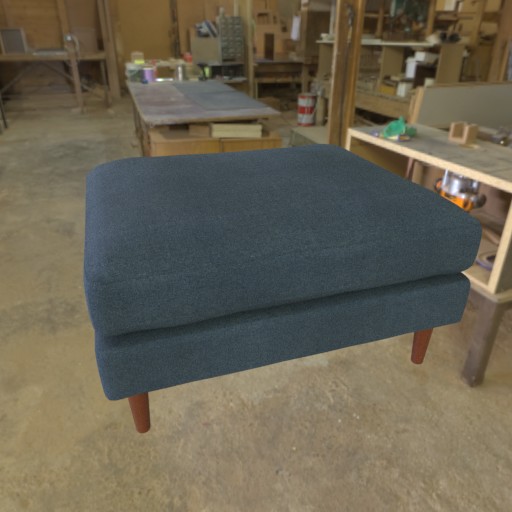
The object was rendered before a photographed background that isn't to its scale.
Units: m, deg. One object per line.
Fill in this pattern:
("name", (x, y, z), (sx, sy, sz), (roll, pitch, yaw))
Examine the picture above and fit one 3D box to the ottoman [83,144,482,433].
("ottoman", (0.000, 0.000, 1.191), (0.821, 0.474, 0.693), (-9, 29, -16))
